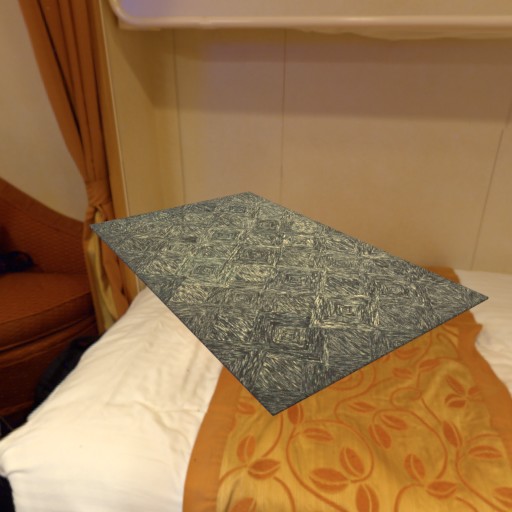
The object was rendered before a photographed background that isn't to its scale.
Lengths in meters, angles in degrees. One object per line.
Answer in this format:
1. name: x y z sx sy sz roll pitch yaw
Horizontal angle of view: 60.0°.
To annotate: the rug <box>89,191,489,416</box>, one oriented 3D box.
1. rug: 0.000 0.000 2.899 1.478 0.017 2.330 -17 30 -31
